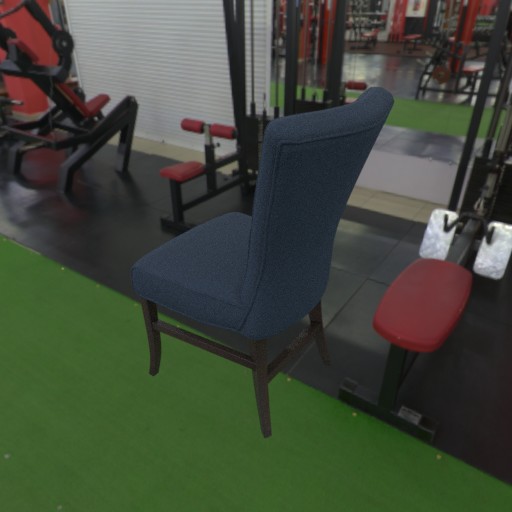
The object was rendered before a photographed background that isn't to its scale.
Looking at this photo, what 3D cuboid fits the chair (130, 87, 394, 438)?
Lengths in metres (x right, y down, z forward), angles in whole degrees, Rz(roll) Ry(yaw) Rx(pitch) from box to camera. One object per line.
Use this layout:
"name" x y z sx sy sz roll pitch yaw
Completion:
"chair" 0.000 0.000 1.385 0.660 0.991 0.520 21 36 31
